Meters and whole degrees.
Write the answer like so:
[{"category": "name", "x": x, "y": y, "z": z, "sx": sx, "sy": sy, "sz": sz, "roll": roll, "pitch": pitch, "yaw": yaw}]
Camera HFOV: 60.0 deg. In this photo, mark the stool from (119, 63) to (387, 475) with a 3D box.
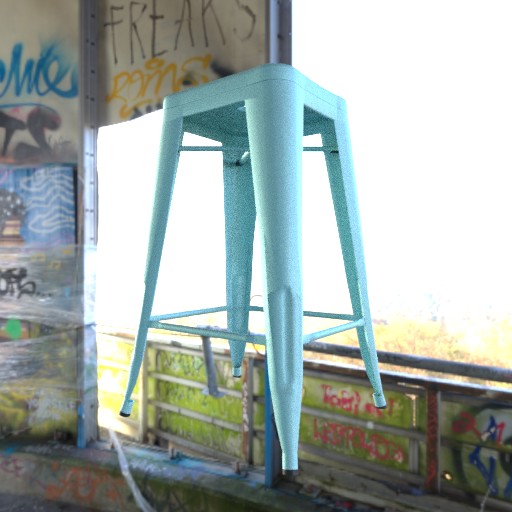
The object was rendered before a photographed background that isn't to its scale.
[{"category": "stool", "x": 0.000, "y": 0.000, "z": 0.865, "sx": 0.399, "sy": 0.609, "sz": 0.359, "roll": 0, "pitch": 0, "yaw": 37}]
